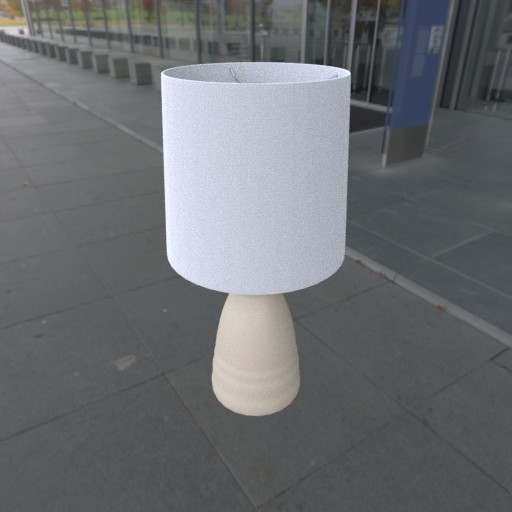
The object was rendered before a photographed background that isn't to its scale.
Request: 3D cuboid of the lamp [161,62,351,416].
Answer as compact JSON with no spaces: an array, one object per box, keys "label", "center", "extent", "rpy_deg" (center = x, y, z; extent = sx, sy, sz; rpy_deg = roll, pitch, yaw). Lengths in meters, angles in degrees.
[{"label":"lamp","center":[0.000,0.000,0.477],"extent":[0.186,0.369,0.186],"rpy_deg":[0,28,0]}]
